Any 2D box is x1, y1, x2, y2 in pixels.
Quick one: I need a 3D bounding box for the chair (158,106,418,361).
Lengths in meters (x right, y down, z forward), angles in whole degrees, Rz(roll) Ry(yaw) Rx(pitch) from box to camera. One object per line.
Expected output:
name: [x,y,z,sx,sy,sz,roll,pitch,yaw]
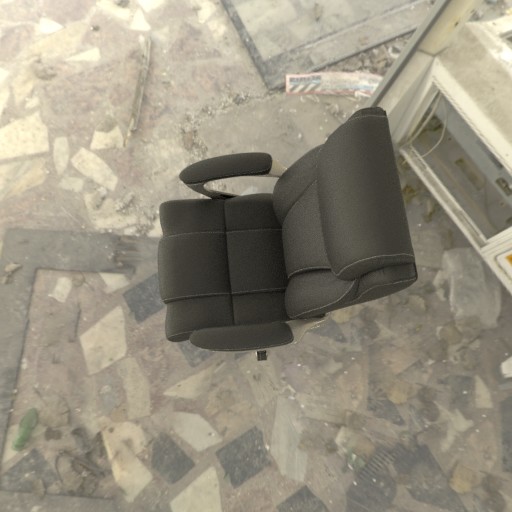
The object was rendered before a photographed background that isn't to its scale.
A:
chair: [0.000,0.000,1.646,0.784,1.167,0.741,-6,76,-1]
